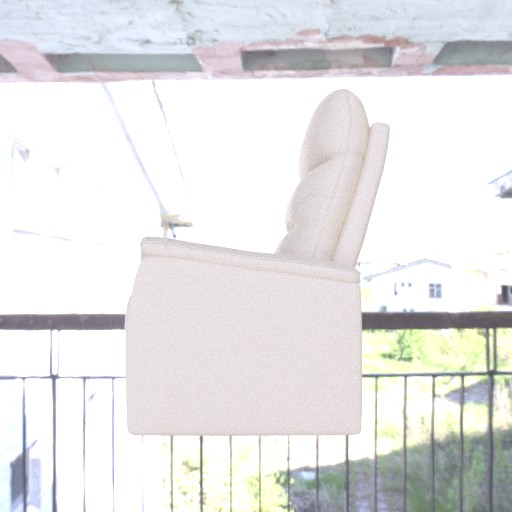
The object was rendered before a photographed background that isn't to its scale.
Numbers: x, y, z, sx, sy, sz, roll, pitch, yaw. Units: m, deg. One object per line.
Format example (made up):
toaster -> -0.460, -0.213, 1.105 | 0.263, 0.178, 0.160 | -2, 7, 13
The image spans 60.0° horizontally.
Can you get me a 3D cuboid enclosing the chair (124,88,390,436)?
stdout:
chair -> 0.000, 0.000, 1.617 | 0.831, 1.082, 0.775 | 0, -1, 0
